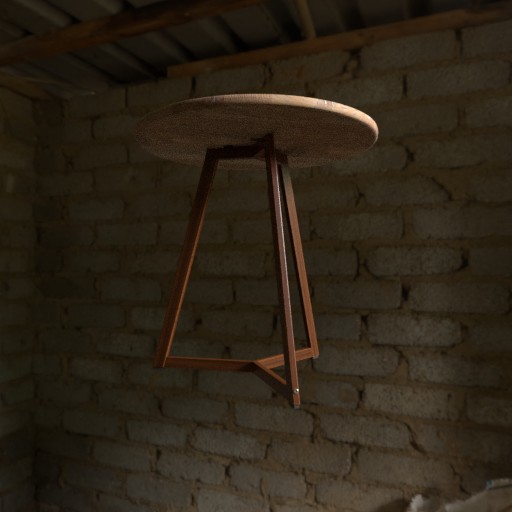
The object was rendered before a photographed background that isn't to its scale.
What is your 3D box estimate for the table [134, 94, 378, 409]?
[{"bbox_3d":[0.000,0.000,0.938,0.500,0.500,0.500,0,-1,0],"label":"table"}]
